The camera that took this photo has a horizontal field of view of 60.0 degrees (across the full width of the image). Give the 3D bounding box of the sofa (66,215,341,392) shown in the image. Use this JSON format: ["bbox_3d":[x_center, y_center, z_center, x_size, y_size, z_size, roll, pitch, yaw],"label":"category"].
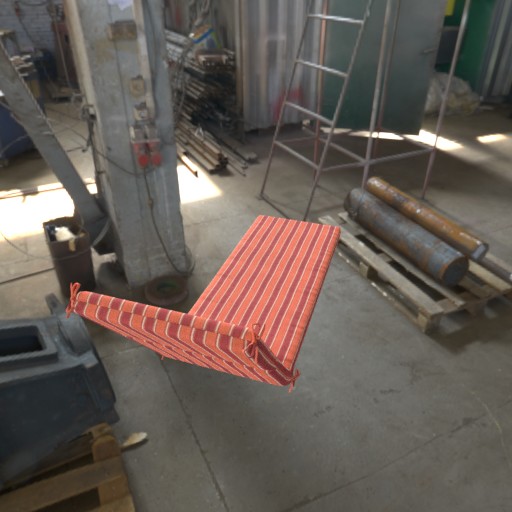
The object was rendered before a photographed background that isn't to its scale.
[{"bbox_3d":[0.000,0.000,1.908,0.582,0.622,1.663,10,34,16],"label":"sofa"}]
